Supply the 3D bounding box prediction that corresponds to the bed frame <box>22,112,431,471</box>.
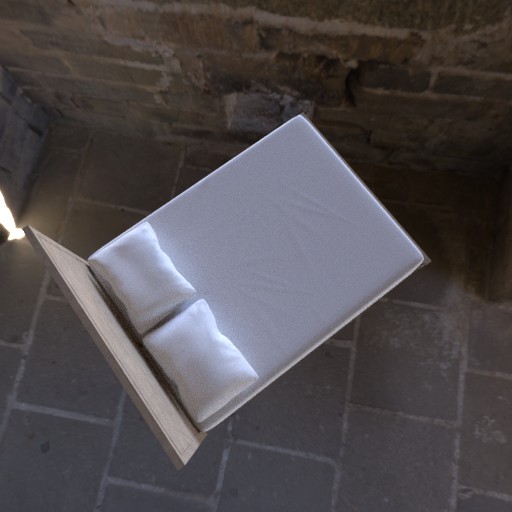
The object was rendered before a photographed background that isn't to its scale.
[{"bbox_3d":[0.000,0.000,3.231,2.189,1.369,1.606,-36,79,-8],"label":"bed frame"}]
